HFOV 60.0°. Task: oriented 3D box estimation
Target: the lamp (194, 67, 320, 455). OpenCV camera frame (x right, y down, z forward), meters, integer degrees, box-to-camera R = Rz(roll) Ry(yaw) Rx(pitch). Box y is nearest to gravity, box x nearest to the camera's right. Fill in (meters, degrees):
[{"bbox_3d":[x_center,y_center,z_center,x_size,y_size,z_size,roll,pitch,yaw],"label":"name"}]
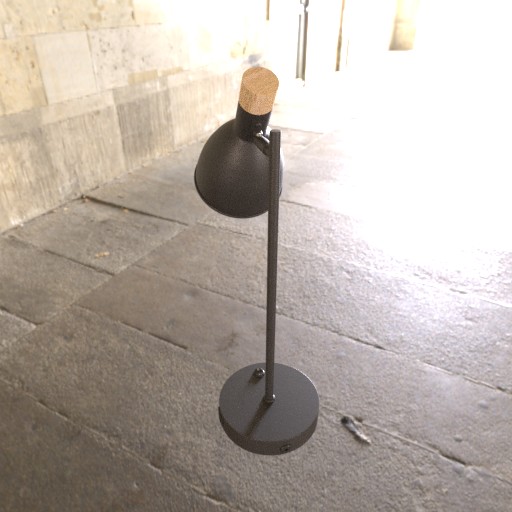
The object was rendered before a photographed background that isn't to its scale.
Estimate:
[{"bbox_3d":[0.000,0.000,0.609,0.152,0.483,0.287,-9,32,-14],"label":"lamp"}]
